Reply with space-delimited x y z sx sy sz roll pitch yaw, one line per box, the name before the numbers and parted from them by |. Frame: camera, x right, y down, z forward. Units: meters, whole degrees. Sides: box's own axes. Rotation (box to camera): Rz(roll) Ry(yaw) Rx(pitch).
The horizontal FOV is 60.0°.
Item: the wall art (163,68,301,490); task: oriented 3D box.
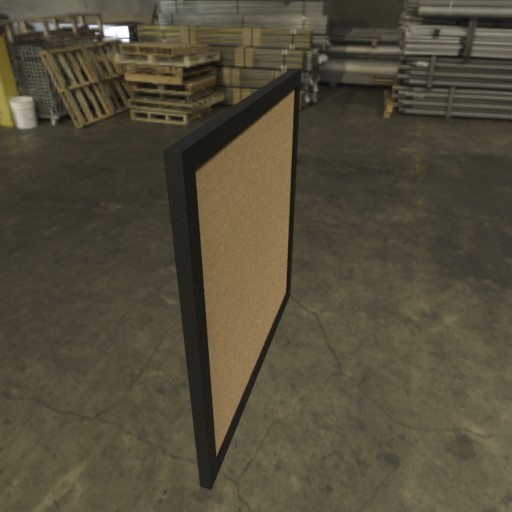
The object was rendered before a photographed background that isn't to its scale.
wall art | 0.000 0.000 0.512 0.013 0.356 0.356 9 32 15
